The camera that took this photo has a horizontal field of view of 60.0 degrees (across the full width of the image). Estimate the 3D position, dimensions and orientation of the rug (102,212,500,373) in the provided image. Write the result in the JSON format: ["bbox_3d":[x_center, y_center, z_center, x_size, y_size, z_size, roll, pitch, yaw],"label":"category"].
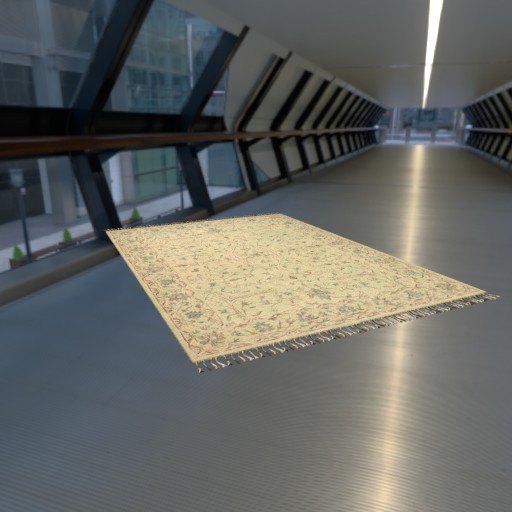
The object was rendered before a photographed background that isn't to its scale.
[{"bbox_3d":[0.000,0.000,2.230,1.247,0.008,1.802,-8,19,-25],"label":"rug"}]
